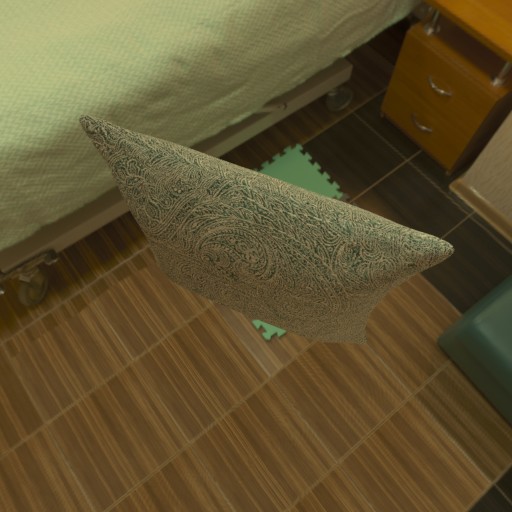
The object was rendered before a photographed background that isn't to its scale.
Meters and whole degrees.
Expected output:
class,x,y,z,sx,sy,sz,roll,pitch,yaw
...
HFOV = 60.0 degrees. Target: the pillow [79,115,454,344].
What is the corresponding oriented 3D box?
class,x,y,z,sx,sy,sz,roll,pitch,yaw
pillow,0.000,0.000,0.800,0.526,0.507,0.166,21,67,9
